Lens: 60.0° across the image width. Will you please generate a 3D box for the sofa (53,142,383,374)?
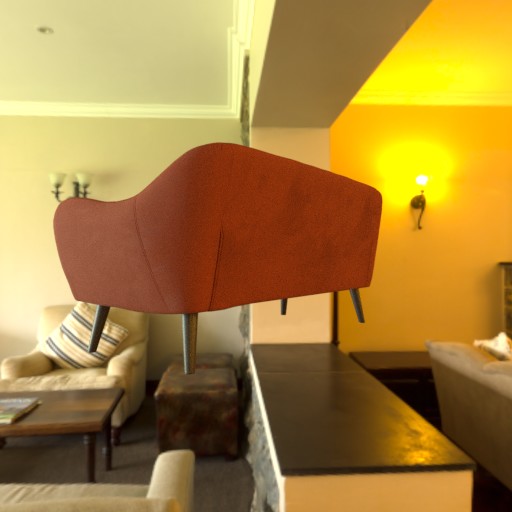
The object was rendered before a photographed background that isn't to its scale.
[{"bbox_3d":[0.000,0.000,2.342,0.820,0.836,1.840,0,0,37],"label":"sofa"}]
